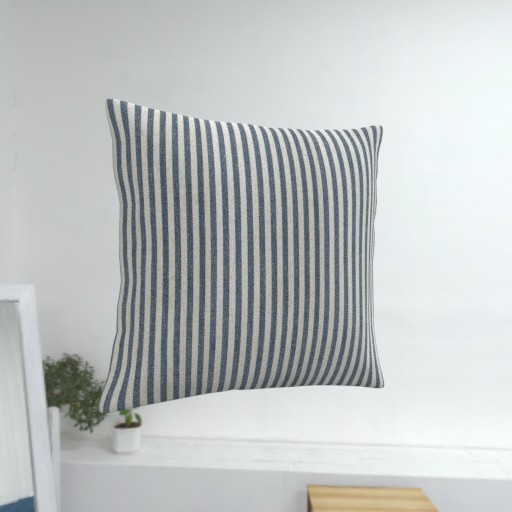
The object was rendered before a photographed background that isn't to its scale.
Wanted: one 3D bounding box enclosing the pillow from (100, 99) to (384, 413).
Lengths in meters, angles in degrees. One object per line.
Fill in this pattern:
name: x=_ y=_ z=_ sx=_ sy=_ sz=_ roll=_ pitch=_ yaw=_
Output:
pillow: x=0.000 y=0.000 z=0.787 sx=0.523 sy=0.510 sz=0.166 roll=0 pitch=0 yaw=-17
